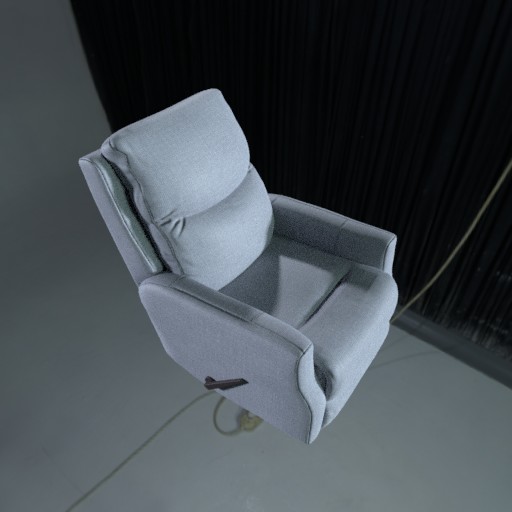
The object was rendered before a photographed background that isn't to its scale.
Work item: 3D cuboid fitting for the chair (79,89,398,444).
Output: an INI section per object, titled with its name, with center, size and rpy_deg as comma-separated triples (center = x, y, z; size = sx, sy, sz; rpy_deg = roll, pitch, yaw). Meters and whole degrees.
[chair]
center = 0.000, 0.000, 1.786
size = 1.080, 1.030, 0.829
rpy_deg = 26, 48, 26
